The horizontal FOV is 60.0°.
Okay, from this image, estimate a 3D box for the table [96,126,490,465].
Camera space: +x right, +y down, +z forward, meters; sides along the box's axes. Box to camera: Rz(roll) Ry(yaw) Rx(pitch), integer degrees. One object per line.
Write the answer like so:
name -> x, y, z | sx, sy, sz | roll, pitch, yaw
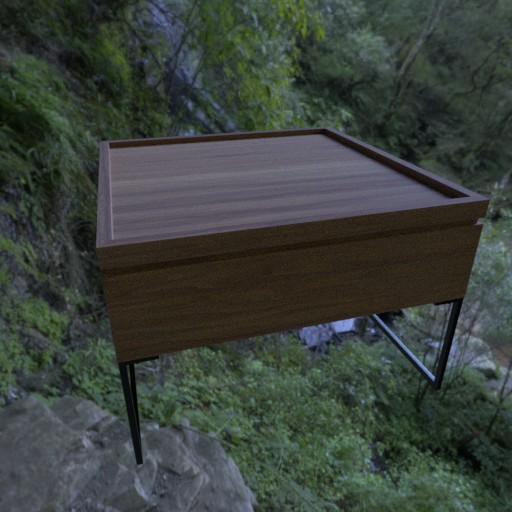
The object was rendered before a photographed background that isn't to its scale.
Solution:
table -> 0.000, 0.000, 1.104 | 0.679, 0.464, 0.676 | -8, 29, -15
